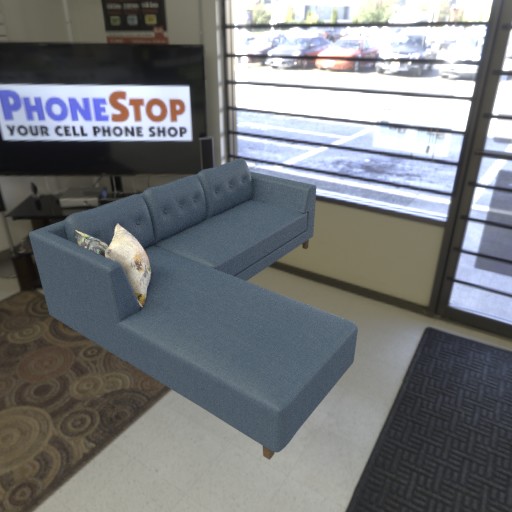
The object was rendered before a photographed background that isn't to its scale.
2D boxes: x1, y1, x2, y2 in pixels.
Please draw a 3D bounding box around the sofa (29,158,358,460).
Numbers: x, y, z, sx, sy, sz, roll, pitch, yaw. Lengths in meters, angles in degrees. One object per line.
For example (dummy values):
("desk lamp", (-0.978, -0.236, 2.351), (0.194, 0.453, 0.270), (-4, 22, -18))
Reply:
("sofa", (0.000, 0.000, 3.058), (1.829, 0.787, 2.120), (19, 33, 32))
